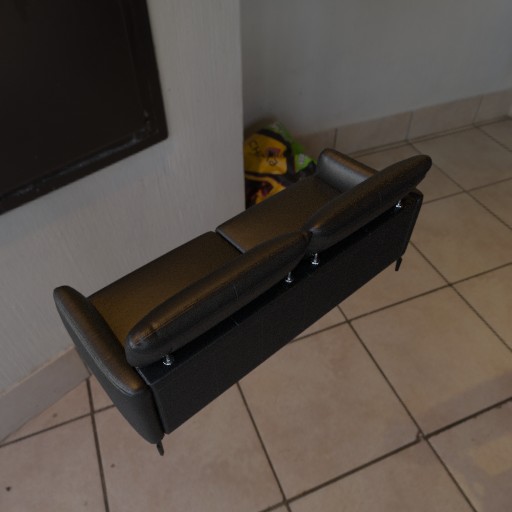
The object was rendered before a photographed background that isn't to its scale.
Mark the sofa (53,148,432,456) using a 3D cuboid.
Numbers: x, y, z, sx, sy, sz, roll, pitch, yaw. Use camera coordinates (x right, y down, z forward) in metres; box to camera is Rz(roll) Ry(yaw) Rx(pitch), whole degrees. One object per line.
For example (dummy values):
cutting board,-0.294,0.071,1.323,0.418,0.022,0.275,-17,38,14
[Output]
sofa,0.000,0.000,2.520,2.069,0.957,0.856,-32,53,-27
